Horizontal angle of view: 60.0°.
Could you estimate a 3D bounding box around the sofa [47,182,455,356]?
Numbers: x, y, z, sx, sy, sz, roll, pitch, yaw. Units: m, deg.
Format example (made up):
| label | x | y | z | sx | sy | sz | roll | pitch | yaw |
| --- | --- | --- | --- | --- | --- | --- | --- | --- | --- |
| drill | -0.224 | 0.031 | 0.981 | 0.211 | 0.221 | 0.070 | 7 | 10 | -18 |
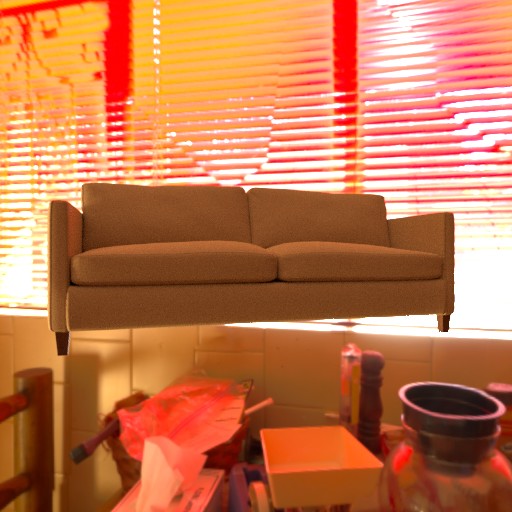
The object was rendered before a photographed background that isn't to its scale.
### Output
| label | x | y | z | sx | sy | sz | roll | pitch | yaw |
| --- | --- | --- | --- | --- | --- | --- | --- | --- | --- |
| sofa | 0.000 | 0.000 | 2.879 | 2.361 | 0.968 | 0.951 | 0 | 0 | -16 |
